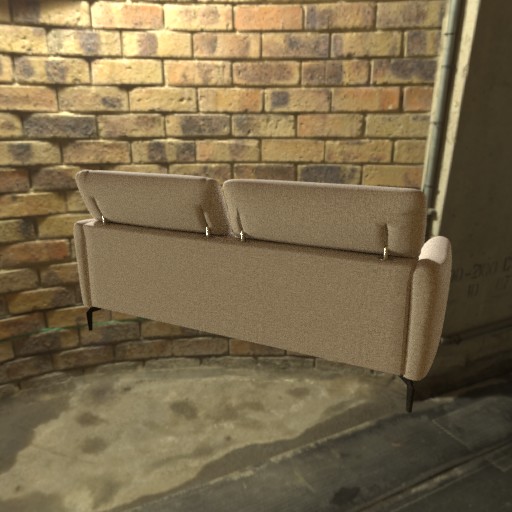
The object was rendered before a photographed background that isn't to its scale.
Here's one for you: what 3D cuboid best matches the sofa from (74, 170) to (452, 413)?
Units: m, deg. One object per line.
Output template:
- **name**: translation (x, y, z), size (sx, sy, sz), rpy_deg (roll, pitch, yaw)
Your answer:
- **sofa**: translation (0.000, 0.000, 2.495), size (2.015, 0.956, 0.856), rpy_deg (8, 18, 24)
